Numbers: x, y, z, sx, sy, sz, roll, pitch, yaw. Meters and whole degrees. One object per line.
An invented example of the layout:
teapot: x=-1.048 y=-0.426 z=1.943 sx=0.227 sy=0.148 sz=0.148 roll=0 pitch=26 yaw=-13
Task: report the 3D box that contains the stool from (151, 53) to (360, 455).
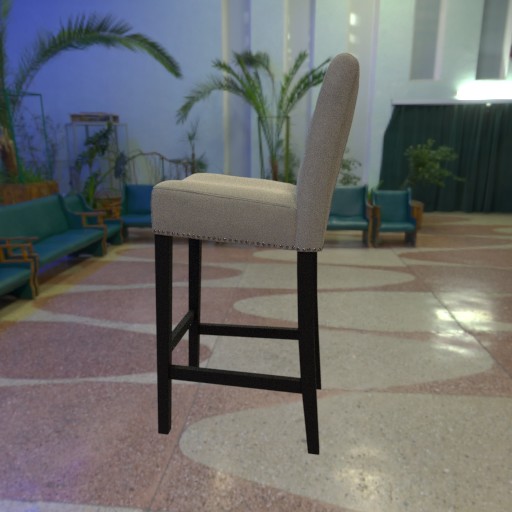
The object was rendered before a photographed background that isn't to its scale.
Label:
stool: x=0.000 y=0.000 z=1.326 sx=0.548 sy=1.047 sz=0.411 roll=2 pitch=15 yaw=8
